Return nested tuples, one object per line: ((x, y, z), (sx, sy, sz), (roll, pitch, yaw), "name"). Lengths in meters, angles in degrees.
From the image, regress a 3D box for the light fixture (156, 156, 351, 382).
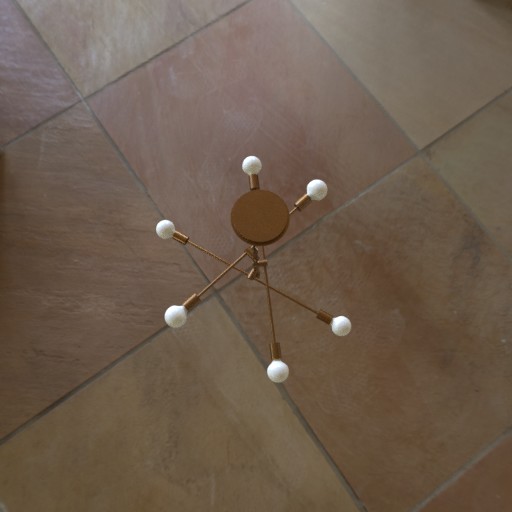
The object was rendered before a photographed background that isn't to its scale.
((0.000, 0.000, 1.261), (0.637, 0.744, 0.682), (-31, 79, -7), "light fixture")
